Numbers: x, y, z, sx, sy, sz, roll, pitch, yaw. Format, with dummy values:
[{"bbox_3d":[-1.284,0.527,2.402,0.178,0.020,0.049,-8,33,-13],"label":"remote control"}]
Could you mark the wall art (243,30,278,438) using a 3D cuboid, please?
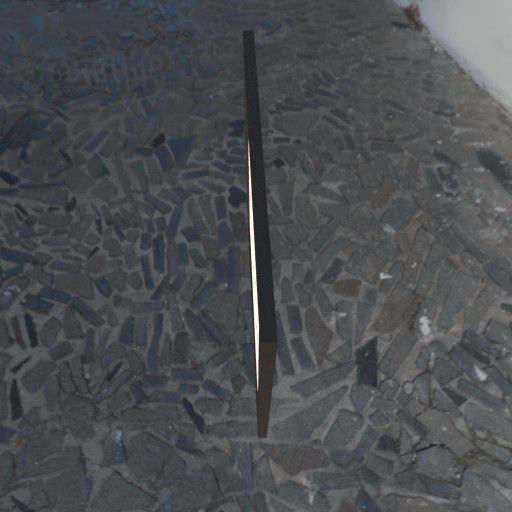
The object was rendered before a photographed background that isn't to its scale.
[{"bbox_3d":[0.000,0.000,0.540,0.012,0.357,0.358,-2,58,-1],"label":"wall art"}]
